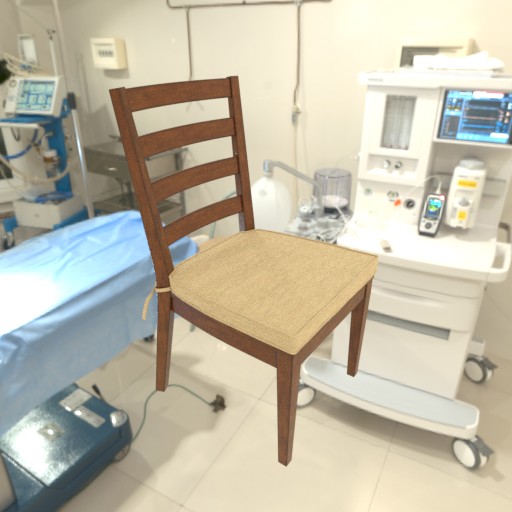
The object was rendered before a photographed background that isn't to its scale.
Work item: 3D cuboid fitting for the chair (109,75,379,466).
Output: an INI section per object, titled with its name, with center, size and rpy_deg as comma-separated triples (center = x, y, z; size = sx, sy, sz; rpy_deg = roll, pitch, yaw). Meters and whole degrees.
[chair]
center = 0.000, 0.000, 1.359
size = 0.595, 0.979, 0.593
rpy_deg = 18, 31, 31
